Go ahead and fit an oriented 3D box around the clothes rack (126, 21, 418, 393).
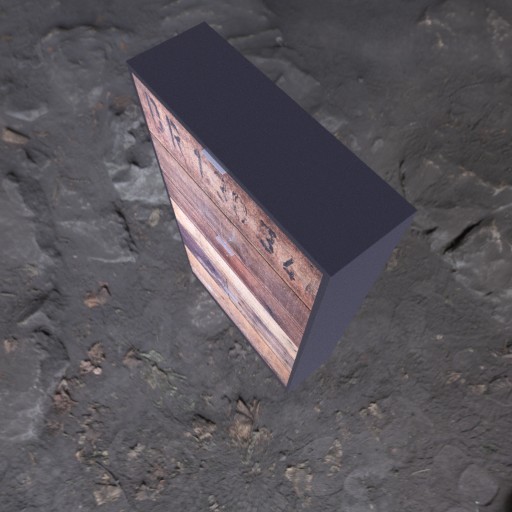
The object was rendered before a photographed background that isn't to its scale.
[{"bbox_3d":[0.000,0.000,1.574,0.250,1.280,0.750,-35,69,-16],"label":"clothes rack"}]
